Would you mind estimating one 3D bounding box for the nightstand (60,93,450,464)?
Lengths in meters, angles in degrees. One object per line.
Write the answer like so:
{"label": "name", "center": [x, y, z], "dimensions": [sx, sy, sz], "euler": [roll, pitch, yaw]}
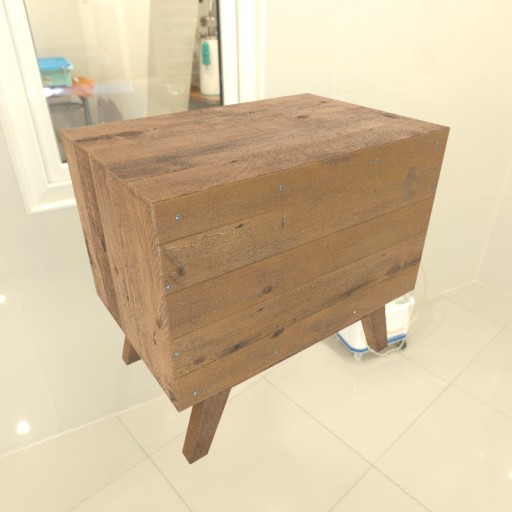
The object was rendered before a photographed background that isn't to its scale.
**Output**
{"label": "nightstand", "center": [0.000, 0.000, 1.044], "dimensions": [0.650, 0.599, 0.450], "euler": [-20, 36, -30]}
